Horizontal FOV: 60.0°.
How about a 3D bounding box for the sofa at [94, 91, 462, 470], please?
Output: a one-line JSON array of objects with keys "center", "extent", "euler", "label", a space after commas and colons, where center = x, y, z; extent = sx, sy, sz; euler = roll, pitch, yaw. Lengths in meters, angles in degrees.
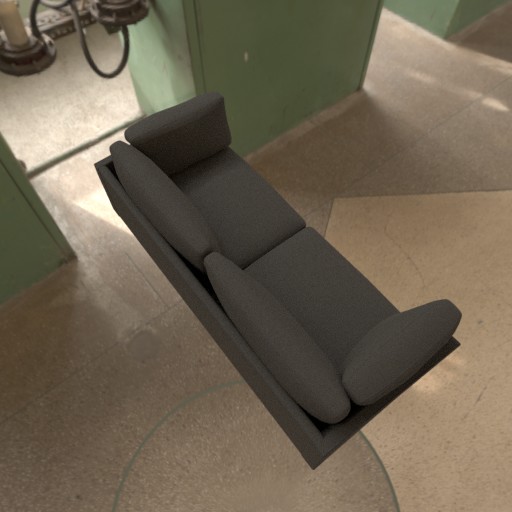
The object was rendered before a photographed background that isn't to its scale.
[{"center": [0.000, 0.000, 2.768], "extent": [0.969, 0.792, 2.312], "euler": [-34, 64, -19], "label": "sofa"}]
